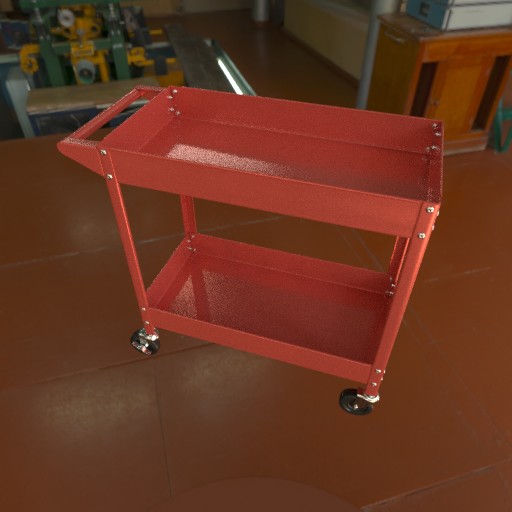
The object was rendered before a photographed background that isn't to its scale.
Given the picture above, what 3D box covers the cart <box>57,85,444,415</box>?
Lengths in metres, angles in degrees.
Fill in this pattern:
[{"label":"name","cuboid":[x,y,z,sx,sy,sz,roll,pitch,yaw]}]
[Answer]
[{"label":"cart","cuboid":[0.000,0.000,1.183,0.779,0.719,0.366,12,43,13]}]
